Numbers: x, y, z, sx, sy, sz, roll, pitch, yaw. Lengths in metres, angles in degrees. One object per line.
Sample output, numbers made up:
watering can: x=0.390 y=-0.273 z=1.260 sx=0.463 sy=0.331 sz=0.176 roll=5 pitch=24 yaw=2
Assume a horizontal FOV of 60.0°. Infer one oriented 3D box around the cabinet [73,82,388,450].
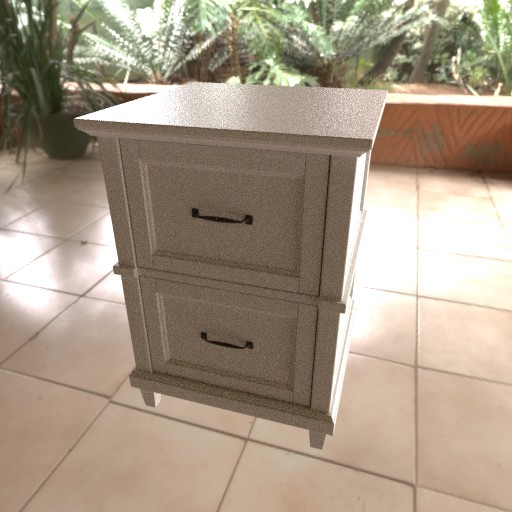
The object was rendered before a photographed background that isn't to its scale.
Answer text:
cabinet: x=0.000 y=0.000 z=1.165 sx=0.544 sy=0.775 sz=0.547 roll=8 pitch=29 yaw=15
